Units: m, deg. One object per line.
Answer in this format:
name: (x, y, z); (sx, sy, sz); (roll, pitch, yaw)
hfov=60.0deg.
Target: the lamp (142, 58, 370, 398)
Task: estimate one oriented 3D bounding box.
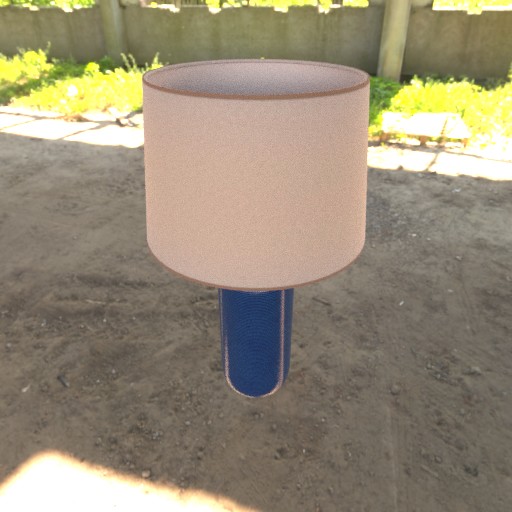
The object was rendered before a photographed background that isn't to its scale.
lamp: (0.000, 0.000, 0.790); (0.367, 0.609, 0.367); (0, 31, 0)
